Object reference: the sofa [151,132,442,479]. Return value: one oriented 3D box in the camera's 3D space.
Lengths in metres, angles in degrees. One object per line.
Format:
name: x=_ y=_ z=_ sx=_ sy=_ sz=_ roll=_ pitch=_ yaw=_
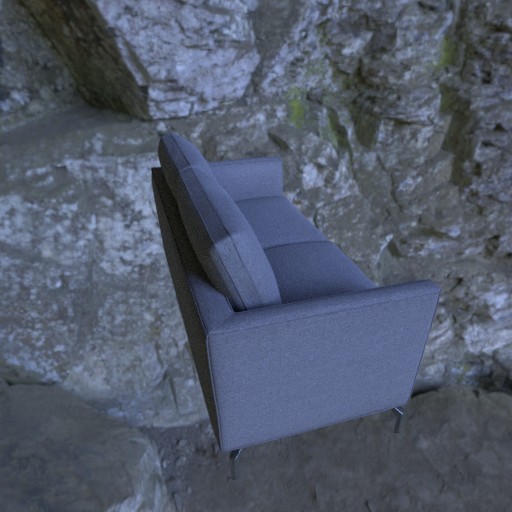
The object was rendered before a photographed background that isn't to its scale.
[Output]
sofa: x=0.000 y=0.000 z=2.101 sx=0.803 sy=0.924 sz=1.594 roll=-9 pitch=30 yaw=-15
